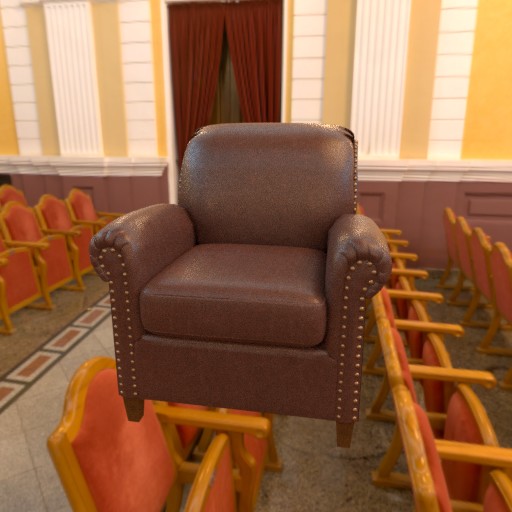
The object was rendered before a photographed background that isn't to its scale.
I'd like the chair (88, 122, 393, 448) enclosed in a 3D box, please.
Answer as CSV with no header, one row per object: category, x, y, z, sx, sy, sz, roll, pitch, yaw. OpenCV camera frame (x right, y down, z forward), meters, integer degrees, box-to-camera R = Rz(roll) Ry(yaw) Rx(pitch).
chair,0.000,0.000,1.595,0.854,0.927,0.890,3,16,10
